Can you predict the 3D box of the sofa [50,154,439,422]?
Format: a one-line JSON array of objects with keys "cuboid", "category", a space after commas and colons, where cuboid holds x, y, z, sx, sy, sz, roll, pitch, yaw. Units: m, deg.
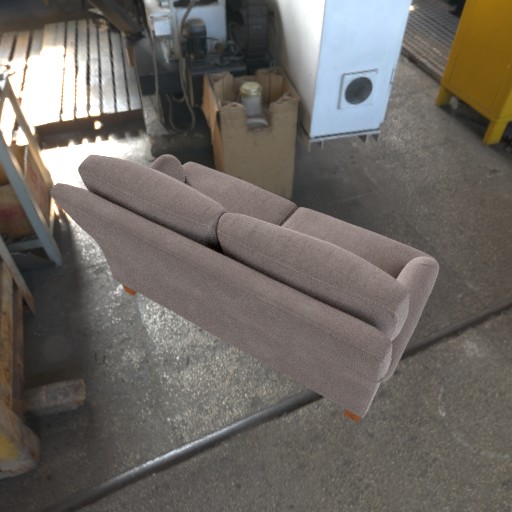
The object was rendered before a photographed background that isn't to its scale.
[{"cuboid": [0.000, 0.000, 2.528, 1.853, 1.101, 1.084, 25, 52, 21], "category": "sofa"}]
